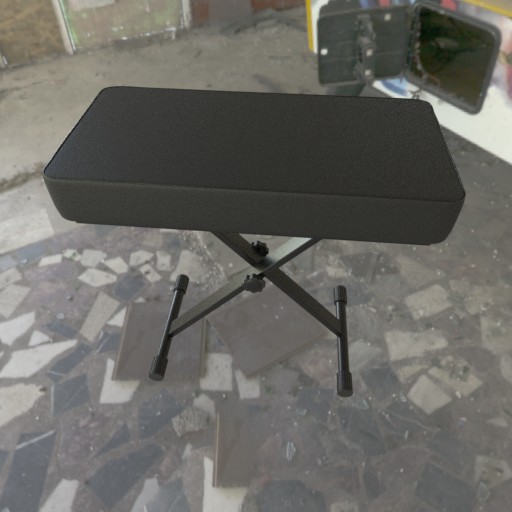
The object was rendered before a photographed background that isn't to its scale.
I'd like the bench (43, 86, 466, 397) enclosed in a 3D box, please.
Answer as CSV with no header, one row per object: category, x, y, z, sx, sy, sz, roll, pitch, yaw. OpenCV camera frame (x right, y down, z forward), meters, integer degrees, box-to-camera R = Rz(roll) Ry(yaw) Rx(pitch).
bench,0.000,0.000,0.910,0.600,0.561,0.300,4,46,4
